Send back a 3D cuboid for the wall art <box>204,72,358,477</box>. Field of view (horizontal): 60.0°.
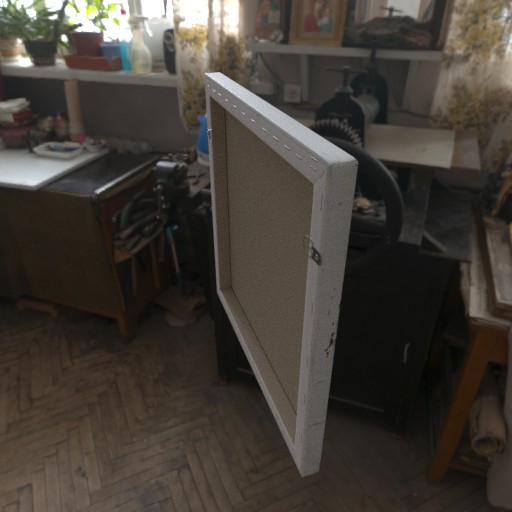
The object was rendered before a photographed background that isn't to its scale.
[{"bbox_3d":[0.000,0.000,0.911,0.040,0.611,0.610,-10,33,-16],"label":"wall art"}]
